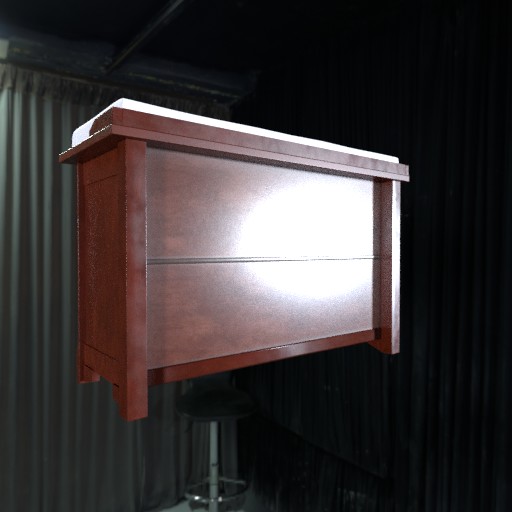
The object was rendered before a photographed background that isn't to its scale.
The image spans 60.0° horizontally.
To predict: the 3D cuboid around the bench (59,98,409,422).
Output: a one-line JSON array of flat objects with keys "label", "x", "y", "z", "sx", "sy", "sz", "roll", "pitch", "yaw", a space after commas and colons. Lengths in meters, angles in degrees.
[{"label": "bench", "x": 0.000, "y": 0.000, "z": 1.295, "sx": 0.987, "sy": 0.646, "sz": 0.369, "roll": -1, "pitch": 1, "yaw": -38}]
